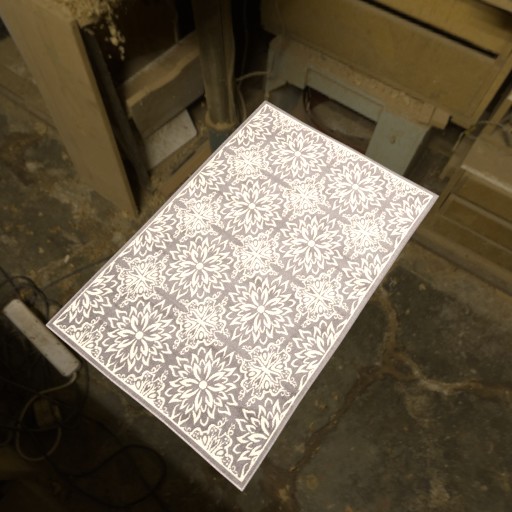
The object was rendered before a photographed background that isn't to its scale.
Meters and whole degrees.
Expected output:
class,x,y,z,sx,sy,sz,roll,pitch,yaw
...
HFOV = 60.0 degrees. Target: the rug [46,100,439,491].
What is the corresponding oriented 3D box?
class,x,y,z,sx,sy,sz,roll,pitch,yaw
rug,0.000,0.000,2.353,1.224,0.012,1.847,34,69,15
